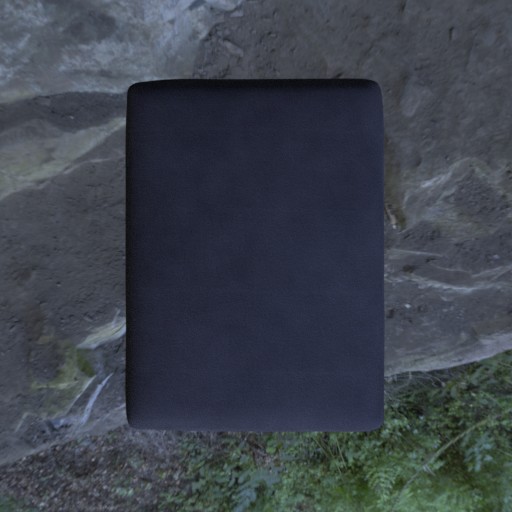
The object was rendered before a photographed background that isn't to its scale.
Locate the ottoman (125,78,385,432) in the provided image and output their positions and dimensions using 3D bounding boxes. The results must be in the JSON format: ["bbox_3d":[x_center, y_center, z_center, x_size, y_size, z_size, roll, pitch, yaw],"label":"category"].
[{"bbox_3d":[0.000,0.000,1.144,0.574,0.497,0.773,0,90,1],"label":"ottoman"}]
